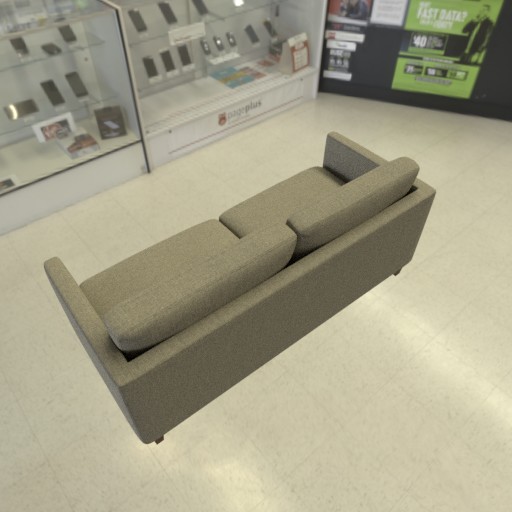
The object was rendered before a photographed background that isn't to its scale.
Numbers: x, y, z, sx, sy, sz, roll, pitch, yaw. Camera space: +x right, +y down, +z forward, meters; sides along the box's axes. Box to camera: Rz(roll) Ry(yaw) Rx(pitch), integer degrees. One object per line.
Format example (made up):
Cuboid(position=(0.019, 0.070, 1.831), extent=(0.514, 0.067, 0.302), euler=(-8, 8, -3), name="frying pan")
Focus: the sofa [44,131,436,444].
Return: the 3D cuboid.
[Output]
Cuboid(position=(0.000, 0.000, 2.764), extent=(2.208, 0.960, 0.956), euler=(-29, 53, -25), name="sofa")
